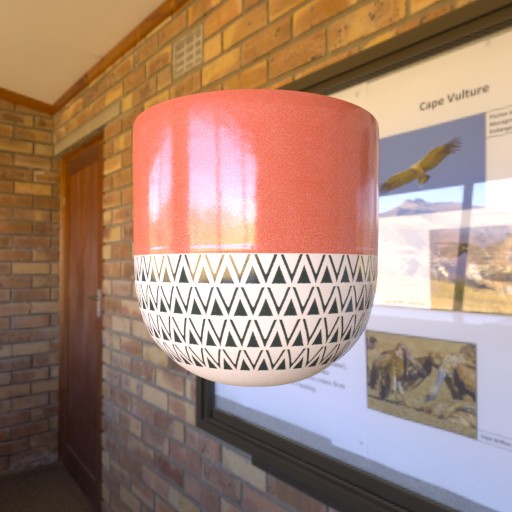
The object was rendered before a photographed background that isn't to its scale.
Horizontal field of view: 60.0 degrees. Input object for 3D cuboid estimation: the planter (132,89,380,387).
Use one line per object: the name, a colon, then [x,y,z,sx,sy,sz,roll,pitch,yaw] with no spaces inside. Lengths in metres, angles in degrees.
planter: [0.000,0.000,0.493,0.266,0.270,0.266,0,-1,0]
